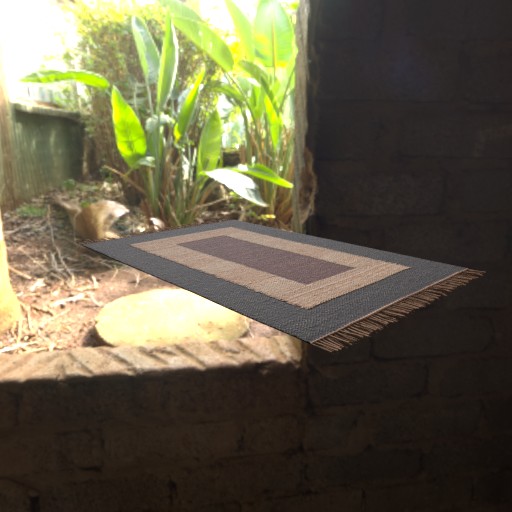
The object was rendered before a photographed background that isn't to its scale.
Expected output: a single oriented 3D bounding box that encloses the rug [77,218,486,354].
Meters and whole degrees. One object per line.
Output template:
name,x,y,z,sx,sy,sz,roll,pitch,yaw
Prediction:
rug,0.000,0.000,2.475,1.224,0.027,2.021,-14,21,-41
